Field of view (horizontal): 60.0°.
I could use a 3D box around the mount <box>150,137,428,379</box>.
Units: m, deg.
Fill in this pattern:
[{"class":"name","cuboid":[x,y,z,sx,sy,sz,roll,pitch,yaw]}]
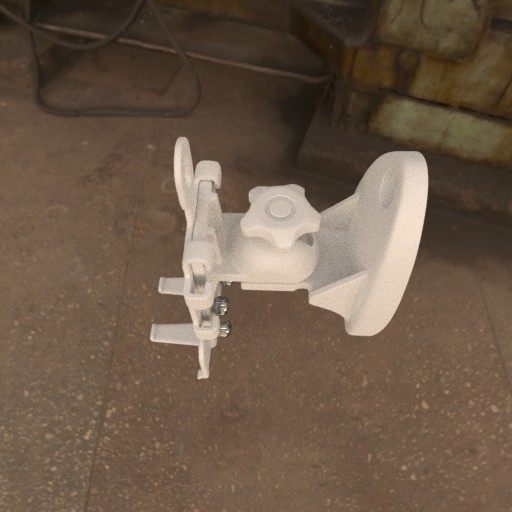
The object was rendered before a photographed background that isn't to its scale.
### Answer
[{"class":"mount","cuboid":[0.000,0.000,0.176,0.100,0.118,0.066,2,58,1]}]
